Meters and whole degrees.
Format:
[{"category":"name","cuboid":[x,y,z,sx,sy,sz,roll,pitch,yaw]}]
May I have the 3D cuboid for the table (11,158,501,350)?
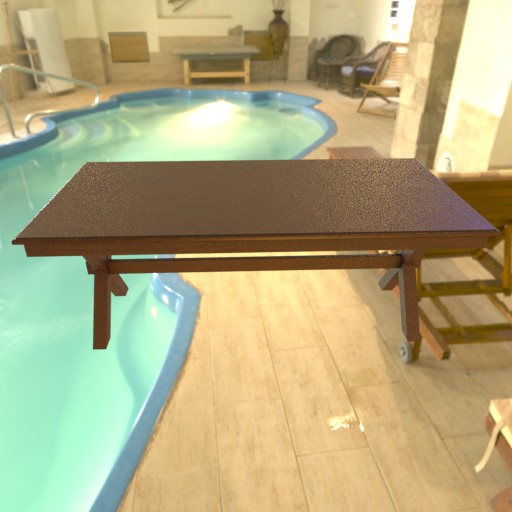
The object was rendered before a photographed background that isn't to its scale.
[{"category":"table","cuboid":[0.000,0.000,1.451,1.197,0.459,0.594,-1,30,-2]}]
